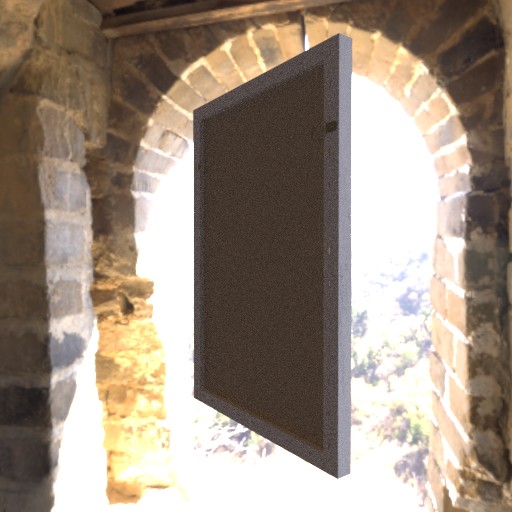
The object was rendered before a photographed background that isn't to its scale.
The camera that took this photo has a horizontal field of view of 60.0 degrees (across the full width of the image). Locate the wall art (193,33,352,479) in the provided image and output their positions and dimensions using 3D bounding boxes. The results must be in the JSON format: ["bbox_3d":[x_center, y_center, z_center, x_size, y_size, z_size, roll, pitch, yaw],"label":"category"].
[{"bbox_3d":[0.000,0.000,1.169,0.043,0.914,0.624,-1,1,-36],"label":"wall art"}]
